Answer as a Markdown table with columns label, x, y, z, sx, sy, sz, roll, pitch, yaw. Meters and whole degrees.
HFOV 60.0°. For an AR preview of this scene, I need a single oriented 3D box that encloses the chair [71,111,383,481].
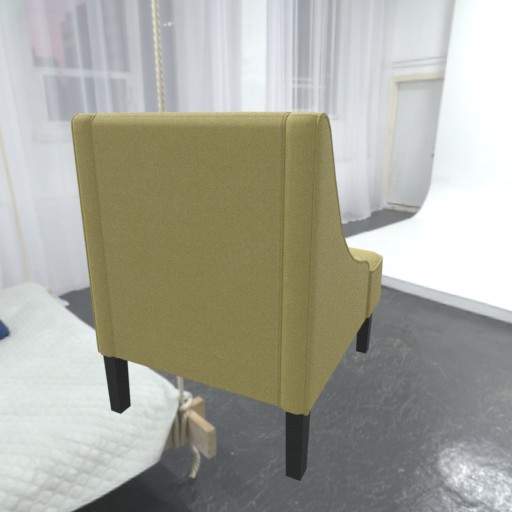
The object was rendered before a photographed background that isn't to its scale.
| label | x | y | z | sx | sy | sz | roll | pitch | yaw |
| --- | --- | --- | --- | --- | --- | --- | --- | --- | --- |
| chair | 0.000 | 0.000 | 1.461 | 0.696 | 0.896 | 0.814 | 9 | 19 | 25 |
